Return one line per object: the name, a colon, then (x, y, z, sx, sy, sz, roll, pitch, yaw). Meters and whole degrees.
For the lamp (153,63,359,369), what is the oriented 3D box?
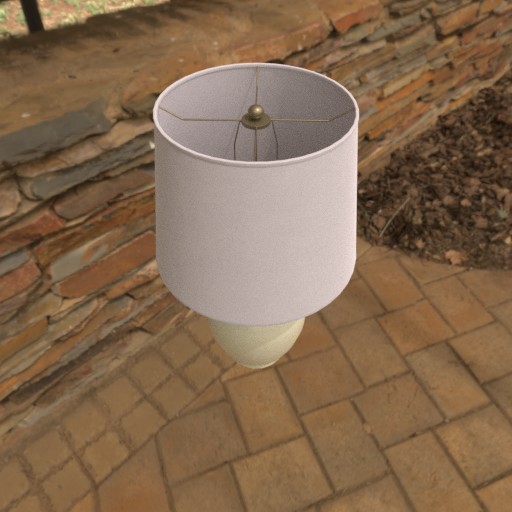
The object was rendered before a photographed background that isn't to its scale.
lamp: (0.000, 0.000, 0.551, 0.239, 0.399, 0.239, 0, 46, 0)
